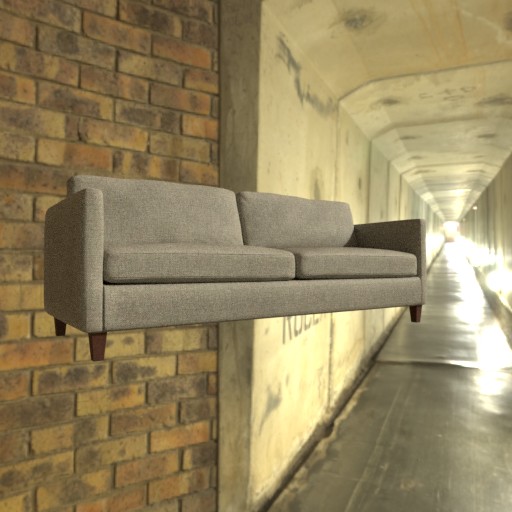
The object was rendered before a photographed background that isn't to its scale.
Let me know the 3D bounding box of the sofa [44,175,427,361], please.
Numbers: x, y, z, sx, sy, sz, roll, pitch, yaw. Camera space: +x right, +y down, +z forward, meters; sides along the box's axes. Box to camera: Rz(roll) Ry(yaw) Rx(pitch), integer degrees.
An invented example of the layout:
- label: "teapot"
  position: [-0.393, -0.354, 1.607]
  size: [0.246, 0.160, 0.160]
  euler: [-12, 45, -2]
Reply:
- label: "sofa"
  position: [0.000, 0.000, 2.927]
  size: [2.434, 0.951, 0.948]
  euler: [1, -1, -34]
